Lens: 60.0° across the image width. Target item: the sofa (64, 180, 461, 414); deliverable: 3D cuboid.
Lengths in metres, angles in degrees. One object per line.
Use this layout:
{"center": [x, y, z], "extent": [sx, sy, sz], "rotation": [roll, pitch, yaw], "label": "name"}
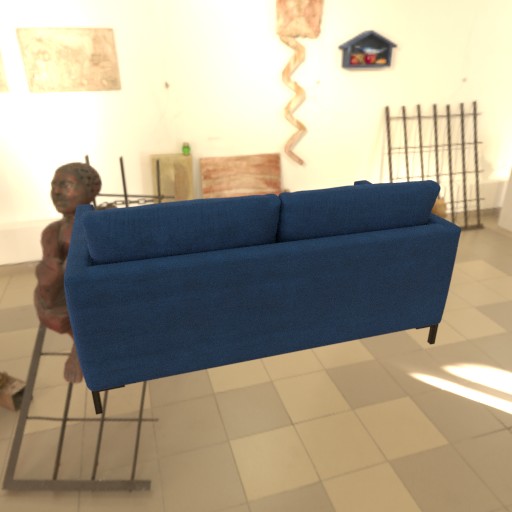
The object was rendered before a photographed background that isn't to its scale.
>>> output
{"center": [0.000, 0.000, 2.194], "extent": [1.676, 0.817, 0.875], "rotation": [-7, 26, -16], "label": "sofa"}
